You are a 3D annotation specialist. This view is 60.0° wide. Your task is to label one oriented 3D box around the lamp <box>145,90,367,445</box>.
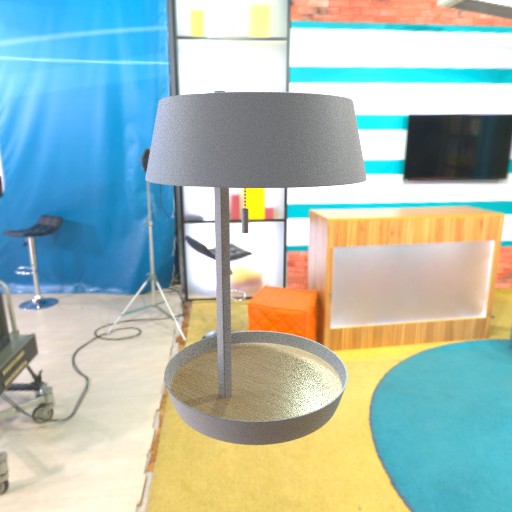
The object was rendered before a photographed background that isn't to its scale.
[{"bbox_3d":[0.000,0.000,0.625,0.291,0.429,0.291,0,14,0],"label":"lamp"}]
